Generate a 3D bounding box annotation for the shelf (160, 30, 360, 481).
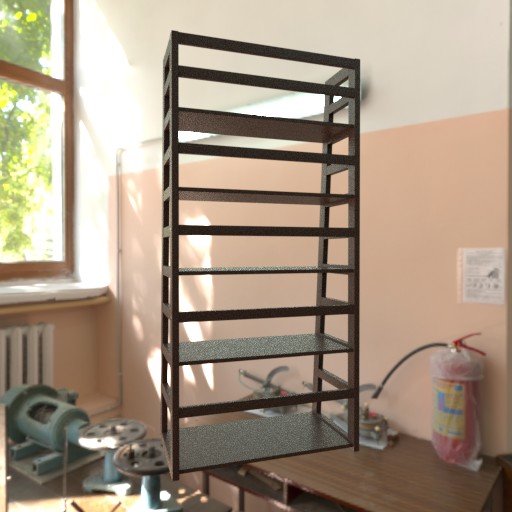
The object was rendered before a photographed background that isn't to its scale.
[{"bbox_3d":[0.000,0.000,1.880,0.763,1.600,0.403,0,1,-18],"label":"shelf"}]
